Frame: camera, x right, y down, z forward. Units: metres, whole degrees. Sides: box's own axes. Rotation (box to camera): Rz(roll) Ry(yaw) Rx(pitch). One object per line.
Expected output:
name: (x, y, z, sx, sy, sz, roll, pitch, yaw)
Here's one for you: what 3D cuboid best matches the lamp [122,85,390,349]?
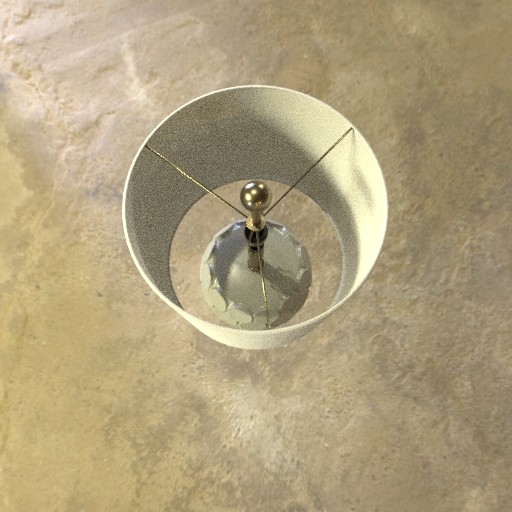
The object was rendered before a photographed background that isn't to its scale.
lamp: (0.000, 0.000, 0.618, 0.254, 0.452, 0.254, 0, 75, 0)
